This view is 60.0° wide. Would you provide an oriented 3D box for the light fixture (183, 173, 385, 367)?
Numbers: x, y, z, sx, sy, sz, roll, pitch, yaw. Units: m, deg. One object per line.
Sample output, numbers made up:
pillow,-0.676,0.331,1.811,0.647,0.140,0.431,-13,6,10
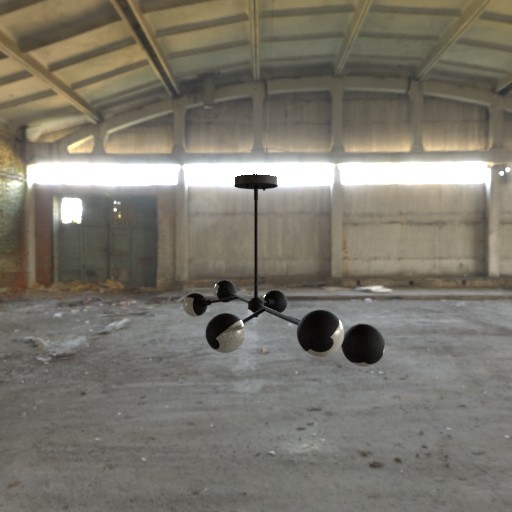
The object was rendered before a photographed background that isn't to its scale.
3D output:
light fixture,0.000,0.000,1.021,0.434,0.362,0.778,0,0,1
